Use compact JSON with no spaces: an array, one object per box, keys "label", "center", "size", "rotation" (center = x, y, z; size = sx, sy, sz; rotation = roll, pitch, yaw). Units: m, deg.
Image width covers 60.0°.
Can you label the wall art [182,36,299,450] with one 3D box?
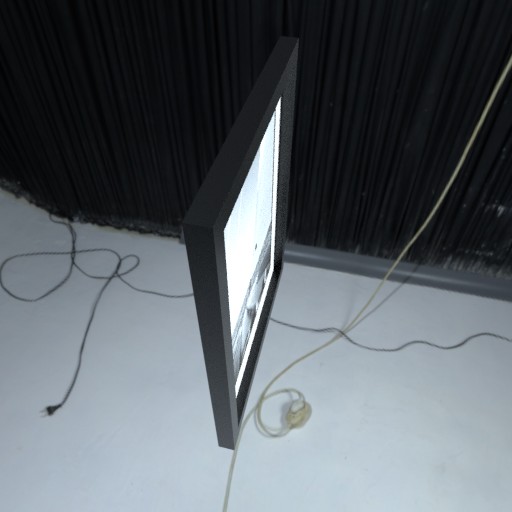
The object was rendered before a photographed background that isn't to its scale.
[{"label":"wall art","center":[0.000,0.000,0.767],"size":[0.031,0.558,0.461],"rotation":[10,48,9]}]
